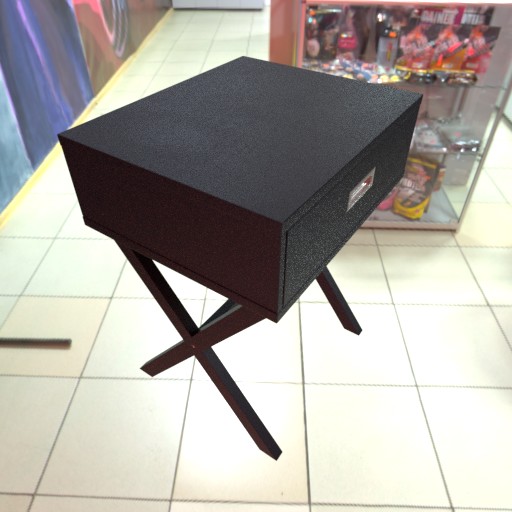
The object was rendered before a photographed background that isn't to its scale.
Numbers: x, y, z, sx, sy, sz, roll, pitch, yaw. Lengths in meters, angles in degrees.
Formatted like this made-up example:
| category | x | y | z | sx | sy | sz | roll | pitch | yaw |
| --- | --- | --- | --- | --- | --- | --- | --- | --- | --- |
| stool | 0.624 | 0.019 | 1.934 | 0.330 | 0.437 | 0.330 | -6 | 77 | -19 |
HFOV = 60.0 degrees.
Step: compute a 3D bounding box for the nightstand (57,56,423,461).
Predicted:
| category | x | y | z | sx | sy | sz | roll | pitch | yaw |
| --- | --- | --- | --- | --- | --- | --- | --- | --- | --- |
| nightstand | 0.000 | 0.000 | 0.934 | 0.402 | 0.623 | 0.479 | 24 | 46 | 26 |
